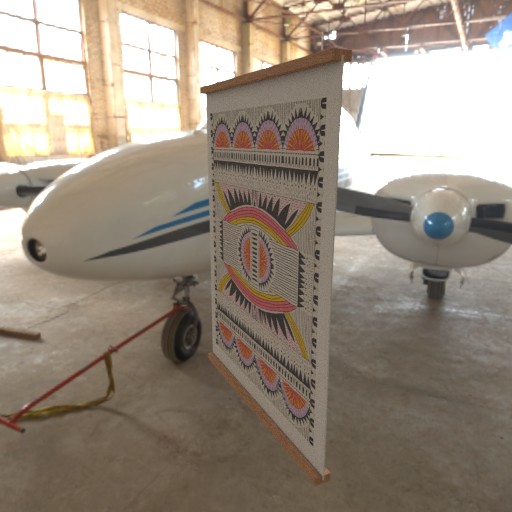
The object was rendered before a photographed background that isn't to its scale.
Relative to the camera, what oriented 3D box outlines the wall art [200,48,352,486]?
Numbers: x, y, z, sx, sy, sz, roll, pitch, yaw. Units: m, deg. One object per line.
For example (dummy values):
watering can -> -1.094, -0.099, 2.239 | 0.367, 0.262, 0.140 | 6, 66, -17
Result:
wall art -> 0.000, 0.000, 0.794 | 0.028, 0.609, 0.456 | -7, 16, -26
